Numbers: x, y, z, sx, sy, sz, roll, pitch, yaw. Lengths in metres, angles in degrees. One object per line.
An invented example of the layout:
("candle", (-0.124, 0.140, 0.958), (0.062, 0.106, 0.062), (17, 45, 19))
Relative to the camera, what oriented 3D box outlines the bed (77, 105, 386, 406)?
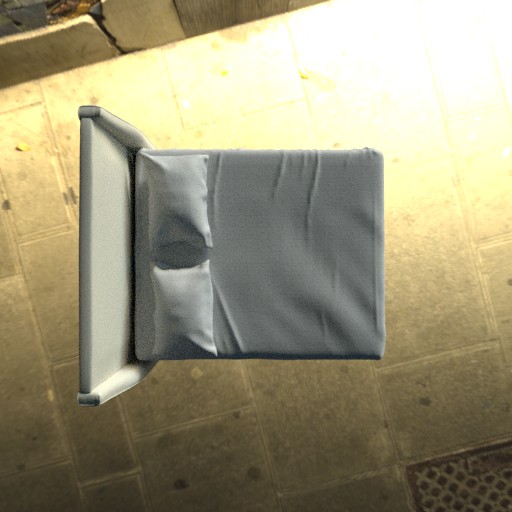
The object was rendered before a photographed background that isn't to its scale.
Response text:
("bed", (0.000, 0.000, 3.440), (2.276, 1.332, 1.925), (0, 90, 0))
